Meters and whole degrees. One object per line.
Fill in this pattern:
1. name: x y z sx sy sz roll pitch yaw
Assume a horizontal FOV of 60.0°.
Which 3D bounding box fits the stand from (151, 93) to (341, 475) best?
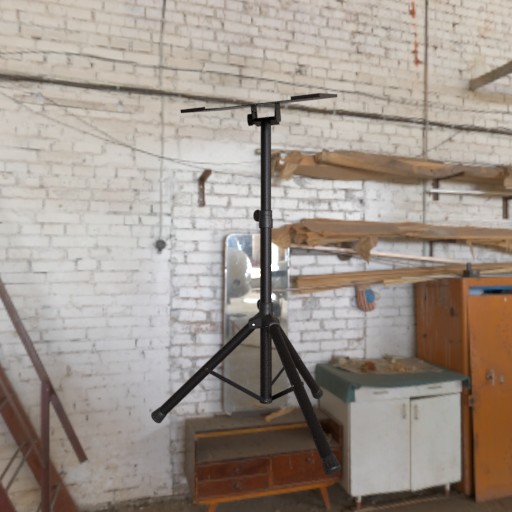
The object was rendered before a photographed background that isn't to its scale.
1. stand: 0.000 0.000 1.619 0.702 1.198 0.702 0 0 19
